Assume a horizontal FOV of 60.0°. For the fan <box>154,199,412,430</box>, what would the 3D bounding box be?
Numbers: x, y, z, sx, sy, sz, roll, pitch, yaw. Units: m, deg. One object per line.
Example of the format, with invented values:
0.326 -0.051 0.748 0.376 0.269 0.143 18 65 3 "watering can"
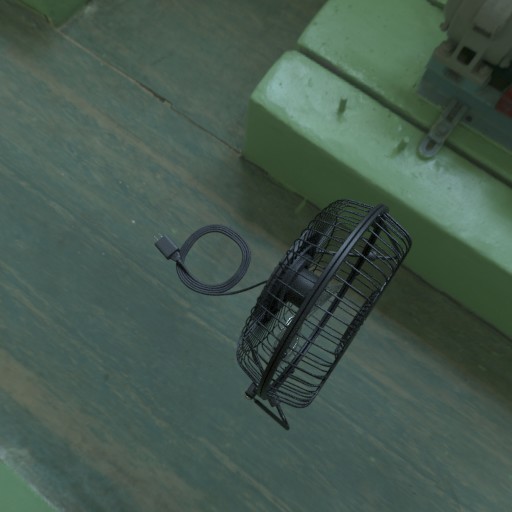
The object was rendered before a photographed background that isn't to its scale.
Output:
0.000 0.000 0.378 0.227 0.188 0.209 35 78 8 "fan"
